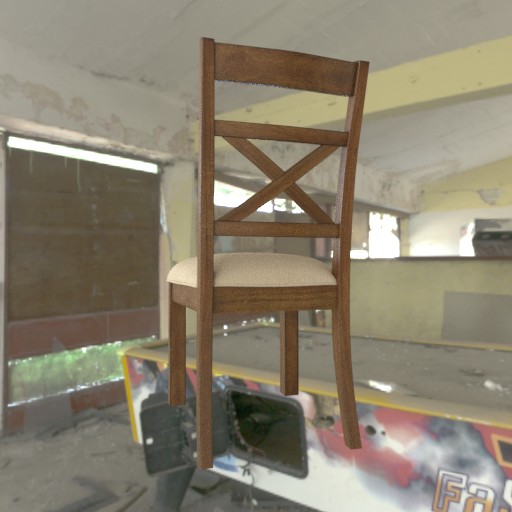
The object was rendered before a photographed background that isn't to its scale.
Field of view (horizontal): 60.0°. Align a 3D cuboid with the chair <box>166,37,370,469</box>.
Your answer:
[{"bbox_3d":[0.000,0.000,1.268,0.461,0.949,0.581,0,-1,-17],"label":"chair"}]
